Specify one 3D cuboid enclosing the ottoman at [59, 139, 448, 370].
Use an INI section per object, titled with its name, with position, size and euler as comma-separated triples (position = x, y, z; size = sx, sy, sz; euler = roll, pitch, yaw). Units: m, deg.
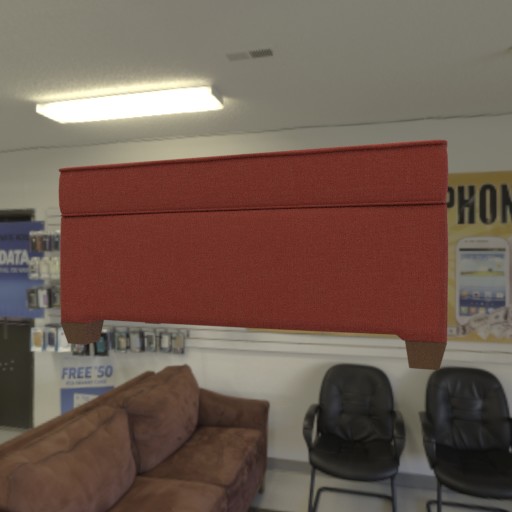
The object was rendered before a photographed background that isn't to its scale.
[ottoman]
position = 0.000, 0.000, 1.212
size = 0.948, 0.454, 0.497
euler = 0, 0, 18
